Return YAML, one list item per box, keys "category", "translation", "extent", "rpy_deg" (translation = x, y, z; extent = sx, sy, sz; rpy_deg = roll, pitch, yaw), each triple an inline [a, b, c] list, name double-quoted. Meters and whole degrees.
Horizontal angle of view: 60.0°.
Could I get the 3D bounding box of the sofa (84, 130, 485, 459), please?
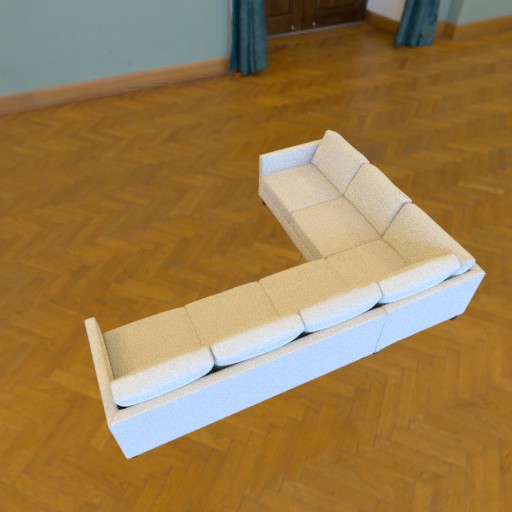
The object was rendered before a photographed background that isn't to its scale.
- category: "sofa"
  translation: [0.000, 0.000, 4.206]
  extent: [3.182, 0.863, 2.432]
  rpy_deg: [-18, 48, -17]
